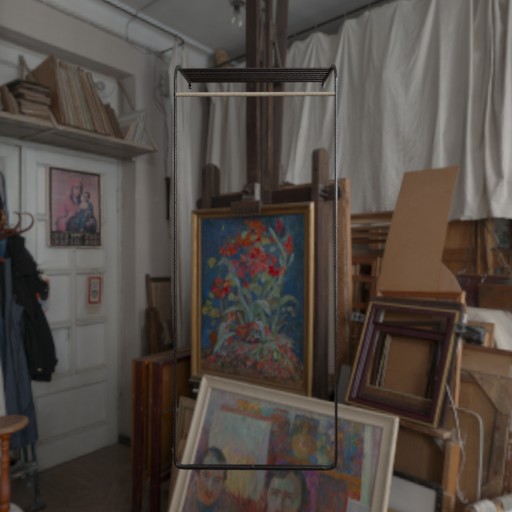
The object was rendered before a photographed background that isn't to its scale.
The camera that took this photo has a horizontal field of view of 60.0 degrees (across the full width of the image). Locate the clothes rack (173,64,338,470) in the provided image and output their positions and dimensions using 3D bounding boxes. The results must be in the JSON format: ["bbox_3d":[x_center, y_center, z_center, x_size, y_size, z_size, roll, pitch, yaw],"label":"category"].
[{"bbox_3d":[0.000,0.000,1.803,0.609,1.574,0.349,0,0,1],"label":"clothes rack"}]
